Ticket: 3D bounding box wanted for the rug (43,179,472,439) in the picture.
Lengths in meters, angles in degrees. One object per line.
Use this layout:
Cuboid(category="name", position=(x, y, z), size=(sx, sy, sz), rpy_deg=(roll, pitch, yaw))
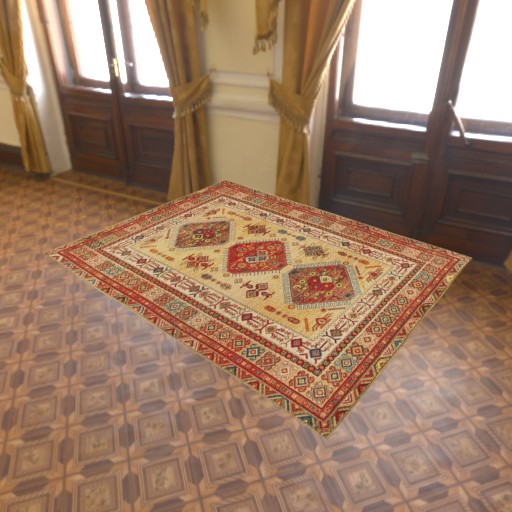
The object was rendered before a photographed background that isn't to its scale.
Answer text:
Cuboid(category="rug", position=(0.000, 0.000, 4.035), size=(3.067, 0.005, 2.460), rpy_deg=(23, 38, 34))
